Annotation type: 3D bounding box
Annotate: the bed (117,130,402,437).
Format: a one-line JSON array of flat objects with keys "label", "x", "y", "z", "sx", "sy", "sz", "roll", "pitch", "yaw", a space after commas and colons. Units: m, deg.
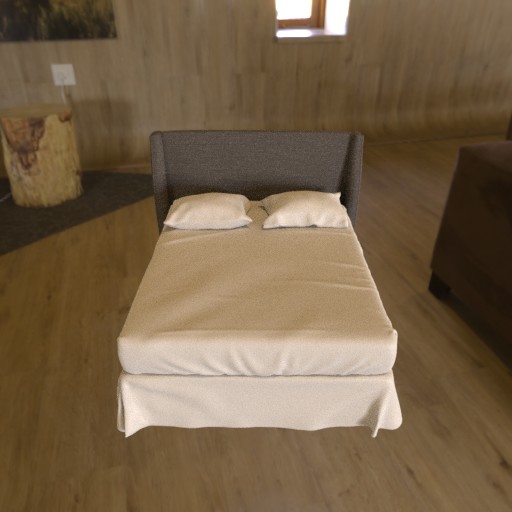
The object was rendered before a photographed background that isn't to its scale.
[{"label": "bed", "x": 0.000, "y": 0.000, "z": 3.407, "sx": 1.925, "sy": 1.332, "sz": 2.276, "roll": 0, "pitch": 31, "yaw": 0}]
